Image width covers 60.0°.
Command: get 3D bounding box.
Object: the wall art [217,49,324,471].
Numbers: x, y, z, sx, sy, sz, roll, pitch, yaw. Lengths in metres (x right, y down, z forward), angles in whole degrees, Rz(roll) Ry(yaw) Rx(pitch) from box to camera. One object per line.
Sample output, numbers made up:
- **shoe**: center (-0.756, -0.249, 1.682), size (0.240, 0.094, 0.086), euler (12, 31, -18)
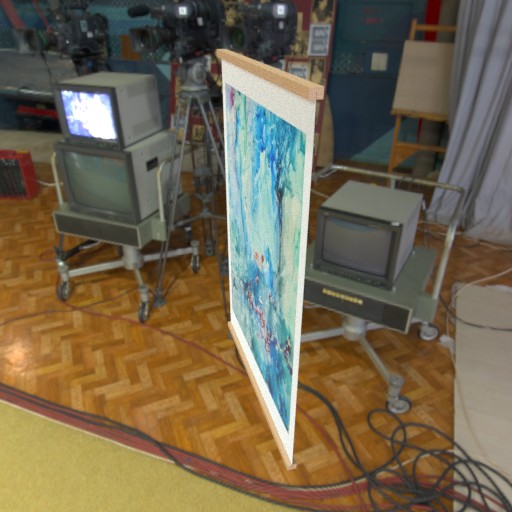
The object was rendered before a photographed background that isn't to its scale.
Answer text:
- **wall art**: center (0.000, 0.000, 0.760), size (0.016, 0.611, 0.401), euler (-9, 31, -15)
